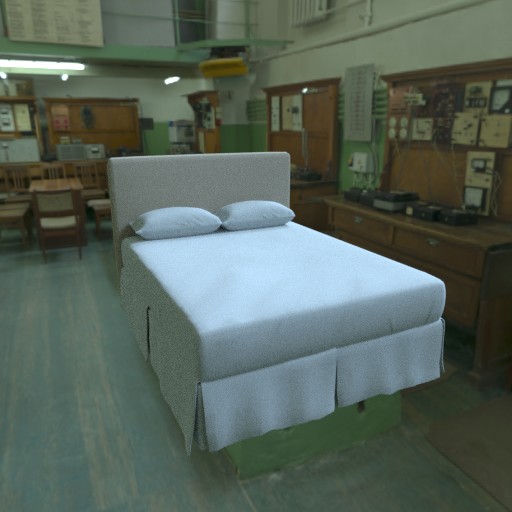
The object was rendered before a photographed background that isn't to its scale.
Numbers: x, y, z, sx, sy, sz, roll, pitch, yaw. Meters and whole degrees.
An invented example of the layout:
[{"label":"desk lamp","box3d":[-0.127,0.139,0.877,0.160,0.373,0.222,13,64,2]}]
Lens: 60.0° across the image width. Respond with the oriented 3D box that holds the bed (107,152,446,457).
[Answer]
[{"label":"bed","box3d":[0.000,0.000,3.235,1.748,1.330,2.142,-8,19,-25]}]
